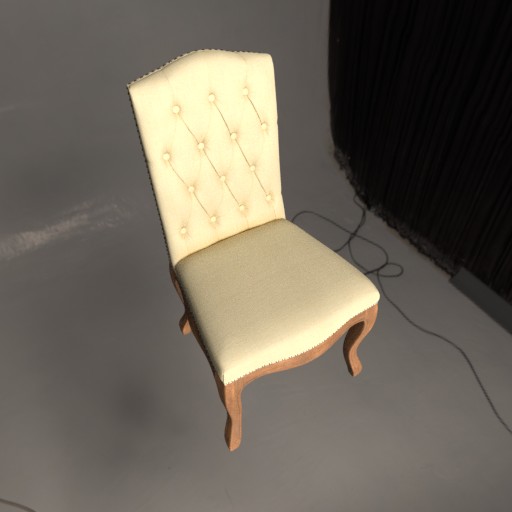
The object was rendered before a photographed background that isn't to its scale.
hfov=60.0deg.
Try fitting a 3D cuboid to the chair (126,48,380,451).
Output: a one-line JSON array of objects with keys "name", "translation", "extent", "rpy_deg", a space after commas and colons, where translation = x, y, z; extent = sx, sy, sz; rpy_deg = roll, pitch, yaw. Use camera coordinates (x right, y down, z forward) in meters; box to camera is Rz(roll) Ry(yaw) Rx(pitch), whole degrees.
[{"name": "chair", "translation": [0.000, 0.000, 1.528], "extent": [0.623, 1.165, 0.715], "rpy_deg": [-23, 50, -22]}]
